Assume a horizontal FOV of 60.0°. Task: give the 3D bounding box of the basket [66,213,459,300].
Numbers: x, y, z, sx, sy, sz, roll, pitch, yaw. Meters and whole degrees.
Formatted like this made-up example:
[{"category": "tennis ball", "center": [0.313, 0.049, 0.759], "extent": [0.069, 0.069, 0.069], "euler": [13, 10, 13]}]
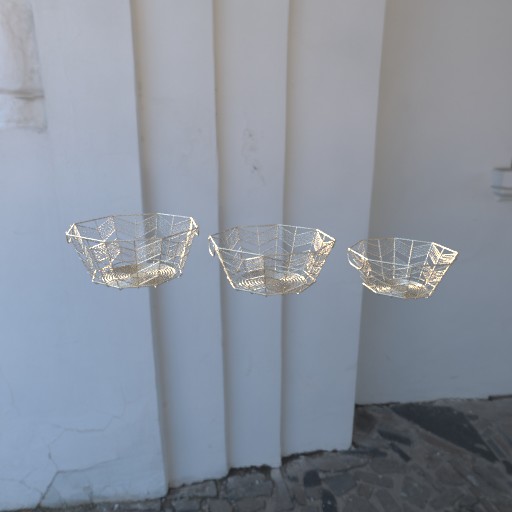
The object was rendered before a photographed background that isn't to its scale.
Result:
[{"category": "basket", "center": [0.000, 0.000, 1.441], "extent": [1.246, 0.178, 0.432], "euler": [2, 17, 8]}]
